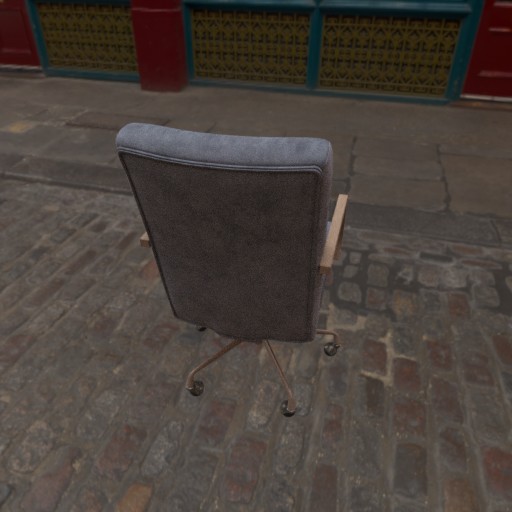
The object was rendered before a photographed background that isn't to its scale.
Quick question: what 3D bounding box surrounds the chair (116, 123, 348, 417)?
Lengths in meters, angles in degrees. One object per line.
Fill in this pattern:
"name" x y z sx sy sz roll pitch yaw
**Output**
"chair" 0.000 0.000 1.496 0.640 1.029 0.741 8 34 13
